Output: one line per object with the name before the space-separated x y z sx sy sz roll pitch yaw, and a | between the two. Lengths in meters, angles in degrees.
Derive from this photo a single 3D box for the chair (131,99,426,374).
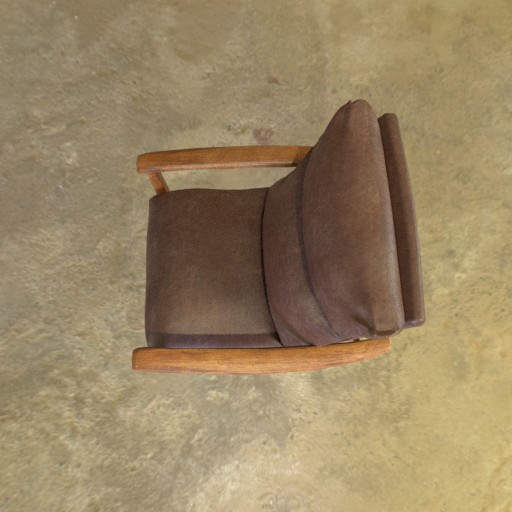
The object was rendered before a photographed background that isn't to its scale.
chair | 0.000 0.000 1.516 0.830 0.897 0.782 -3 76 -1
